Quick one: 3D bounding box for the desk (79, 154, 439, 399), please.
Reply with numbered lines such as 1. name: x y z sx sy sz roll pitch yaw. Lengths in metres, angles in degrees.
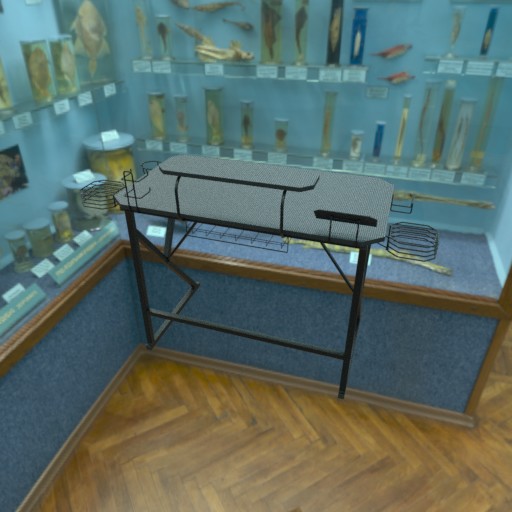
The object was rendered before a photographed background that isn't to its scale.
1. desk: 0.000 0.000 1.808 1.290 0.880 0.580 10 33 16
